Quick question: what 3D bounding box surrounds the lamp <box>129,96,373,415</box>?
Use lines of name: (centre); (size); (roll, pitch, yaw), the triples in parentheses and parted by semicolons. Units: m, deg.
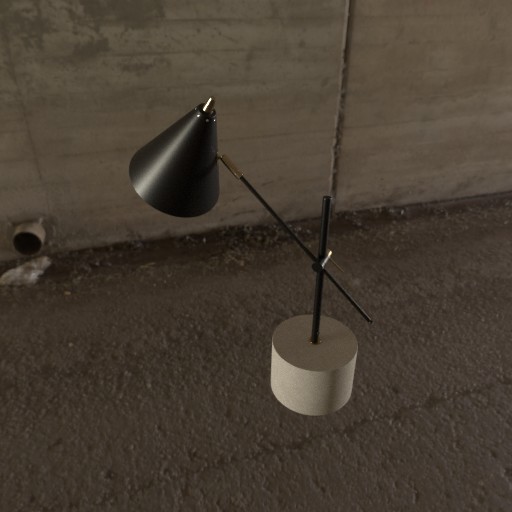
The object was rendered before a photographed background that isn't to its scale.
lamp: (0.000, 0.000, 0.741); (0.403, 0.518, 0.214); (20, 36, 30)
